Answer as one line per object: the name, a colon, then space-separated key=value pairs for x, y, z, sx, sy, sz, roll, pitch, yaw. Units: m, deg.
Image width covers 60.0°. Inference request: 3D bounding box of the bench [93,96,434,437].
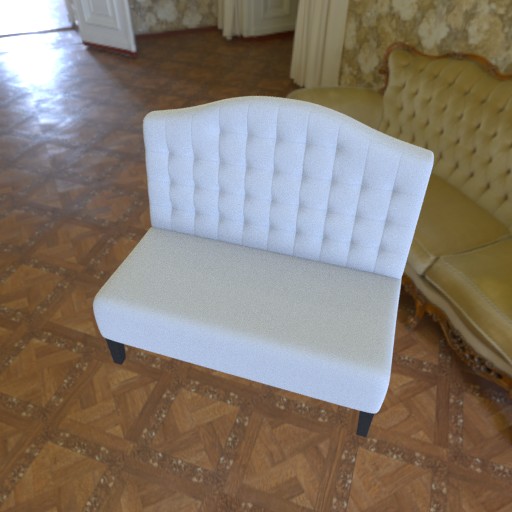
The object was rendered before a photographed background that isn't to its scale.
bench: x=0.000 y=0.000 z=2.031 sx=1.335 sy=1.180 sz=0.815 roll=12 pitch=43 yaw=13
